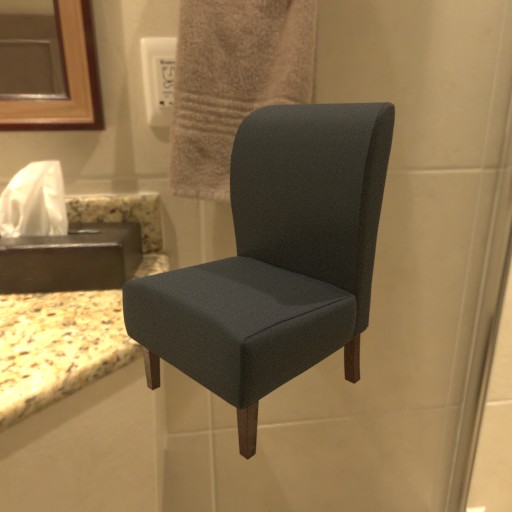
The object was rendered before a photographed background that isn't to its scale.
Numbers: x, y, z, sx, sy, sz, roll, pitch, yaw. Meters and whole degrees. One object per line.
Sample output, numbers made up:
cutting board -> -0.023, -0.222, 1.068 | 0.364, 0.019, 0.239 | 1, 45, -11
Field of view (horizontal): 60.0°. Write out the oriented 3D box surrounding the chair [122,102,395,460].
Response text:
chair -> 0.000, 0.000, 1.221 | 0.513, 0.804, 0.592 | 16, 24, 42
